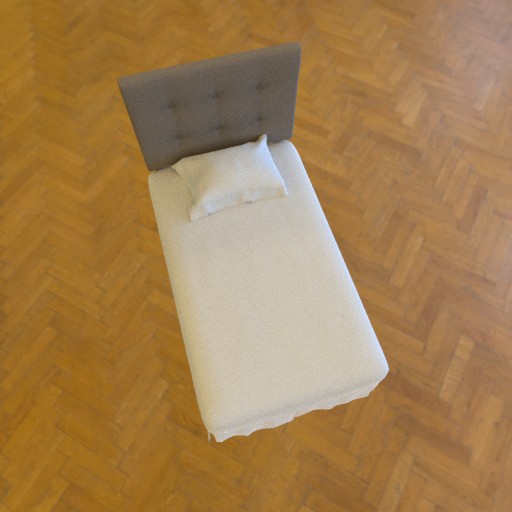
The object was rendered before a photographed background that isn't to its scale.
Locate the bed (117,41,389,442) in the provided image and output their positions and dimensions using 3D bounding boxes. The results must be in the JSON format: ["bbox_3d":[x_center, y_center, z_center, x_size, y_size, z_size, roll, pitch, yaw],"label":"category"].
[{"bbox_3d":[0.000,0.000,2.950,1.261,1.571,1.997,-15,65,-7],"label":"bed"}]
